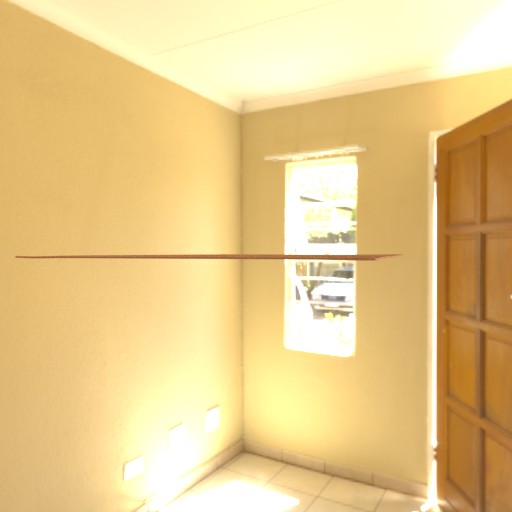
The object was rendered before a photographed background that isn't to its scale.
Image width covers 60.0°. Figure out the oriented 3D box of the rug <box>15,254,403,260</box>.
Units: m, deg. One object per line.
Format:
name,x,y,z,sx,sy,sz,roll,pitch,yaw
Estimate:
rug,0.000,0.000,4.112,2.479,0.023,3.092,0,0,21
